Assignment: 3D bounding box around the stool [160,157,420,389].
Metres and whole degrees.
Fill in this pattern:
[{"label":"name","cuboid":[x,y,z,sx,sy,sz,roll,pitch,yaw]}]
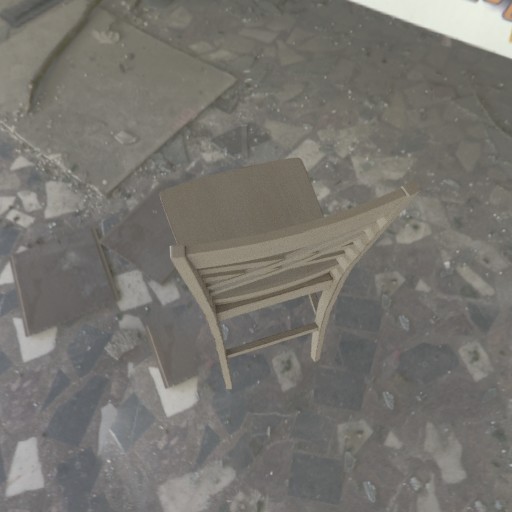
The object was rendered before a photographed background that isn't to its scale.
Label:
[{"label":"stool","cuboid":[0.000,0.000,1.353,0.462,1.079,0.539,-16,61,-9]}]
